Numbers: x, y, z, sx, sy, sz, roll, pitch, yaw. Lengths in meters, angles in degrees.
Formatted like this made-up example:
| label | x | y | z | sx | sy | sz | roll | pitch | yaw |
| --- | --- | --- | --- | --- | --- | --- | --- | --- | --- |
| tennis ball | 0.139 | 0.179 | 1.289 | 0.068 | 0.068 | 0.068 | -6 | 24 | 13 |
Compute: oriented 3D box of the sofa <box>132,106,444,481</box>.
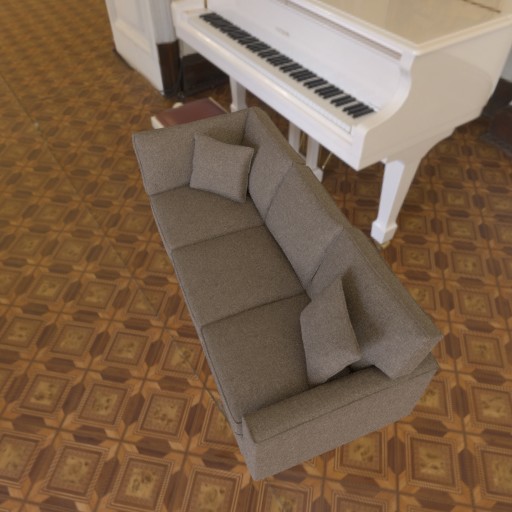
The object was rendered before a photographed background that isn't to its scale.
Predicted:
| label | x | y | z | sx | sy | sz | roll | pitch | yaw |
| --- | --- | --- | --- | --- | --- | --- | --- | --- | --- |
| sofa | 0.000 | 0.000 | 2.880 | 1.061 | 0.962 | 2.317 | -17 | 50 | -14 |
